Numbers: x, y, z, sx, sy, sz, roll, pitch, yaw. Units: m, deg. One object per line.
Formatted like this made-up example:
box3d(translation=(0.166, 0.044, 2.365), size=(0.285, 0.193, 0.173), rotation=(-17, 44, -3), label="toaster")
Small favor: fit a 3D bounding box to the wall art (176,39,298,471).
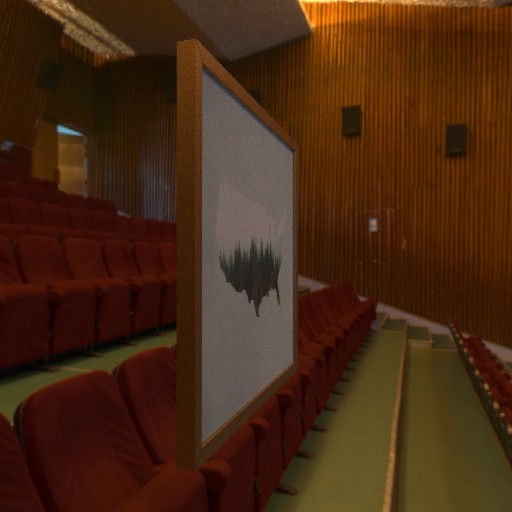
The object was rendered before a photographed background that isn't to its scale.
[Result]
box3d(translation=(0.000, 0.000, 1.147), size=(0.038, 0.762, 0.762), rotation=(0, 0, 19), label="wall art")
